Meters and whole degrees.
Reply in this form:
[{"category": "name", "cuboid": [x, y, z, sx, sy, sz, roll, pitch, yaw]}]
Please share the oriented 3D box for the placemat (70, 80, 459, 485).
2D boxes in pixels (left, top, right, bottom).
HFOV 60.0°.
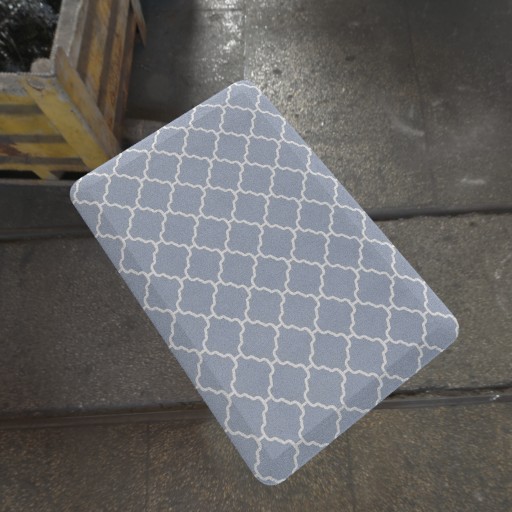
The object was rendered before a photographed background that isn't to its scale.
[{"category": "placemat", "cuboid": [0.000, 0.000, 0.940, 0.508, 0.021, 0.762, -35, 77, -9]}]
